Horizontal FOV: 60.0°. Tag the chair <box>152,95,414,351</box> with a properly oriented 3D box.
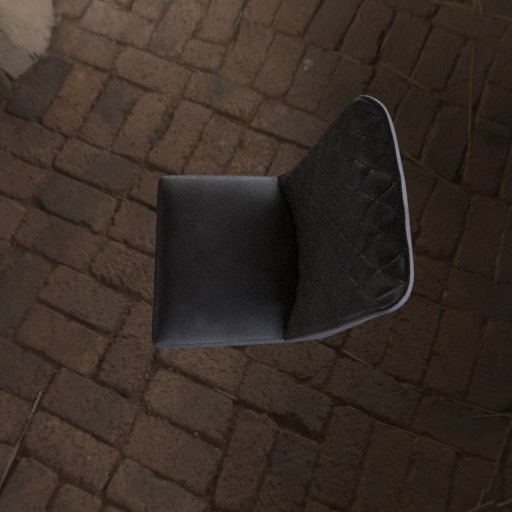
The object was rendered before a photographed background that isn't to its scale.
[{"bbox_3d":[0.000,0.000,1.270,0.587,0.889,0.508,-1,75,0],"label":"chair"}]
